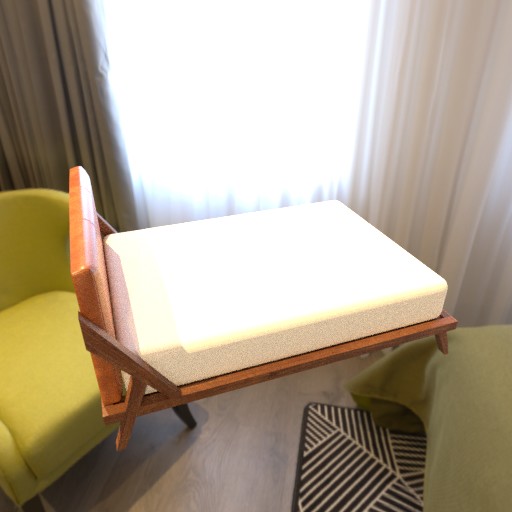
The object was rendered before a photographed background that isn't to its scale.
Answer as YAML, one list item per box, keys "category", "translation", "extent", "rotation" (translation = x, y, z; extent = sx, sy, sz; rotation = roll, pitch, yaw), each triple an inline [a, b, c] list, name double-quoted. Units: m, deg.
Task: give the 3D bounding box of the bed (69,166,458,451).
- category: "bed"
  translation: [0.000, 0.000, 3.184]
  extent: [2.311, 1.168, 1.651]
  rotation: [-10, 32, -17]
